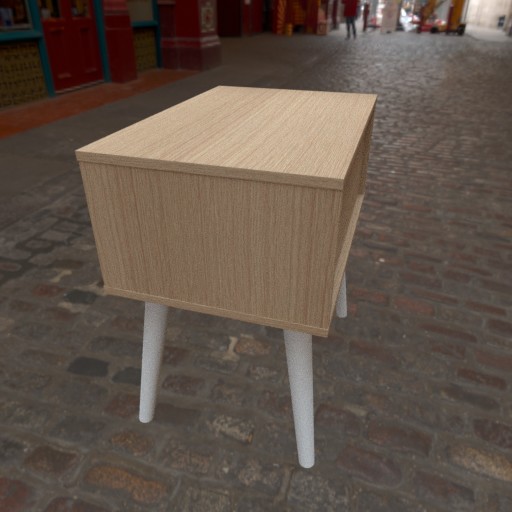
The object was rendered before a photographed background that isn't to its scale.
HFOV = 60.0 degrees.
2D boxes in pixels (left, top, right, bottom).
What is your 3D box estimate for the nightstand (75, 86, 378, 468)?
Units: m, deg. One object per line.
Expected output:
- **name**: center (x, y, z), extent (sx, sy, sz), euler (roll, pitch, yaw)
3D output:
- **nightstand**: center (0.000, 0.000, 0.987), extent (0.407, 0.610, 0.571), euler (9, 31, 15)
